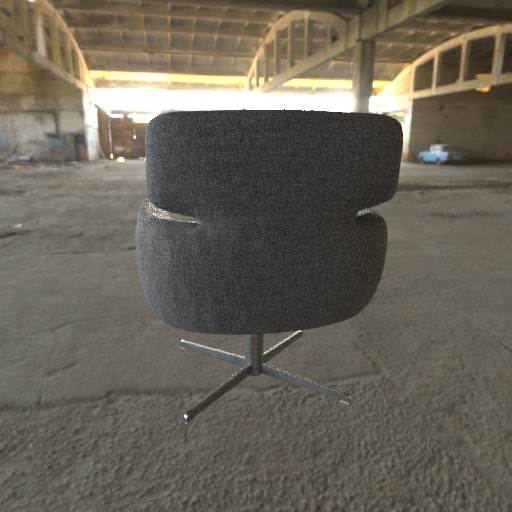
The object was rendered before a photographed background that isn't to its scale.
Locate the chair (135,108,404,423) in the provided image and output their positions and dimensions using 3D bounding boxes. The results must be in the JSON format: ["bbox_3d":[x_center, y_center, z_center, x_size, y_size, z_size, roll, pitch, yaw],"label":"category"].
[{"bbox_3d":[0.000,0.000,1.348,0.706,0.812,0.715,-3,15,-11],"label":"chair"}]
